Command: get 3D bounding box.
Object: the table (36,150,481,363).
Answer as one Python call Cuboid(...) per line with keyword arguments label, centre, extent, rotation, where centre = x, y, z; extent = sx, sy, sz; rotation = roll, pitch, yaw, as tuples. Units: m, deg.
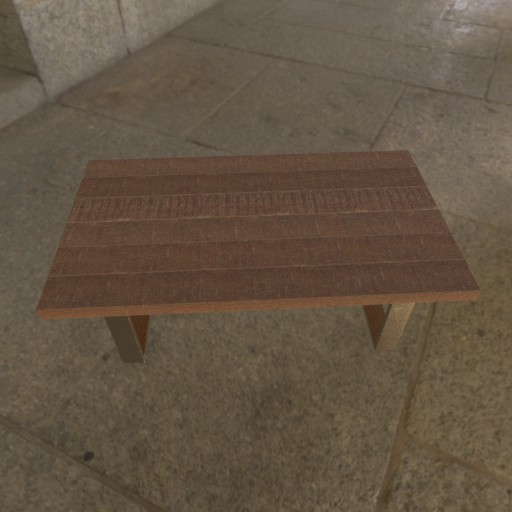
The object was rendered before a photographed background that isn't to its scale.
Cuboid(label="table", centre=(0.000, 0.000, 1.822), extent=(1.400, 0.440, 0.800), rotation=(-2, 47, -2))
